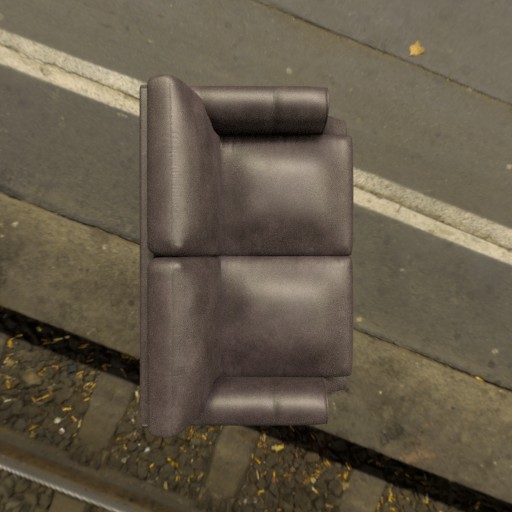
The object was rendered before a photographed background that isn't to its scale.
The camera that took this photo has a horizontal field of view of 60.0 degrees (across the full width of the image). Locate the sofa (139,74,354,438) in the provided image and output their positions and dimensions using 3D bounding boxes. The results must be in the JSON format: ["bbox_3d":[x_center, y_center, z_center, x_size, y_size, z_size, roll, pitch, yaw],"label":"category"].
[{"bbox_3d":[0.000,0.000,2.296,1.030,0.979,1.663,0,90,0],"label":"sofa"}]
